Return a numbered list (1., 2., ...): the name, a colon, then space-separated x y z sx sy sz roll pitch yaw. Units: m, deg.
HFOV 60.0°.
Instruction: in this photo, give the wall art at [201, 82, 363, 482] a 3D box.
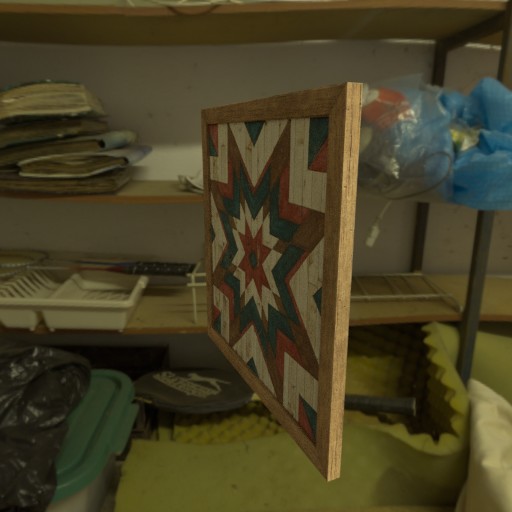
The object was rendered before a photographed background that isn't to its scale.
1. wall art: 0.000 0.000 1.039 0.029 0.691 0.695 -7 16 -24
